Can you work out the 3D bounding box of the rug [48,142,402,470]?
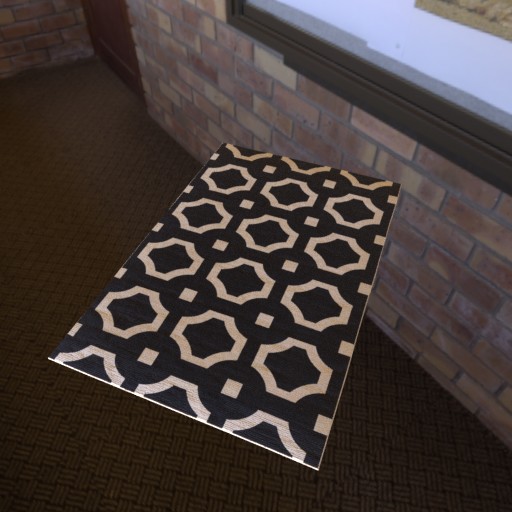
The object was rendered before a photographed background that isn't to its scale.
[{"bbox_3d":[0.000,0.000,2.969,1.555,0.016,2.286,17,49,15],"label":"rug"}]
